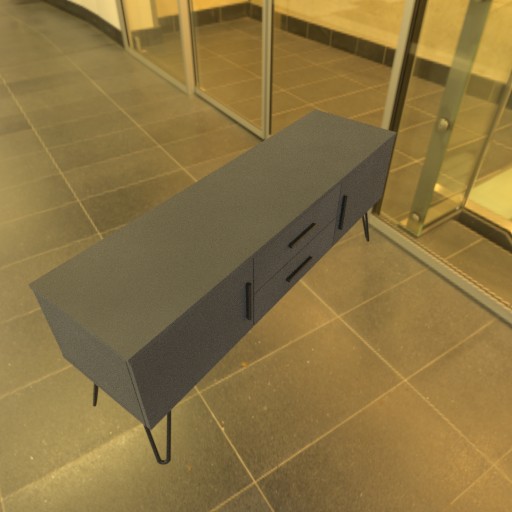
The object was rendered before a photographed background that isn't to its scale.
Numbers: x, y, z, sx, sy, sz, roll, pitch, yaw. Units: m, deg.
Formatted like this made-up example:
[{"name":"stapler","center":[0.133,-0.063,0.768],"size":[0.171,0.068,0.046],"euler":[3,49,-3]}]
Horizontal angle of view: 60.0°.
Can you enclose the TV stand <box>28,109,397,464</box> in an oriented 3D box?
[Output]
[{"name":"TV stand","center":[0.000,0.000,1.648],"size":[0.400,0.560,1.400],"euler":[26,47,27]}]
